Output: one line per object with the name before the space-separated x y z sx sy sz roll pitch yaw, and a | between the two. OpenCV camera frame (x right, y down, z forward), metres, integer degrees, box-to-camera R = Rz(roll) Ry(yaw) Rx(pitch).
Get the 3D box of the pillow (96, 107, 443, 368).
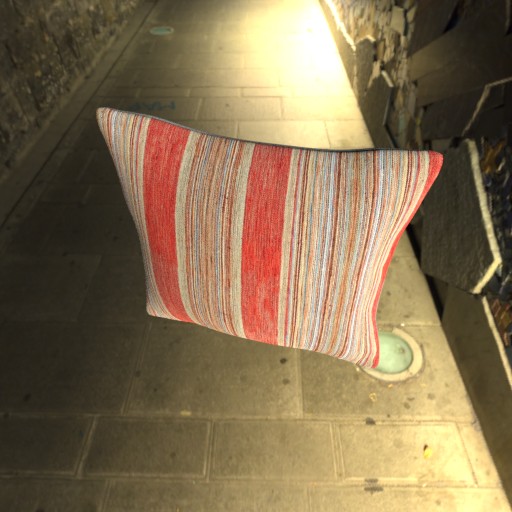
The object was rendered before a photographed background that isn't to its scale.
pillow | 0.000 0.000 0.668 0.437 0.419 0.136 11 44 12
